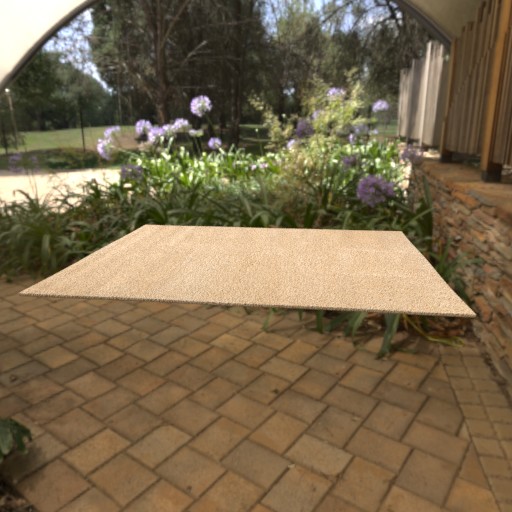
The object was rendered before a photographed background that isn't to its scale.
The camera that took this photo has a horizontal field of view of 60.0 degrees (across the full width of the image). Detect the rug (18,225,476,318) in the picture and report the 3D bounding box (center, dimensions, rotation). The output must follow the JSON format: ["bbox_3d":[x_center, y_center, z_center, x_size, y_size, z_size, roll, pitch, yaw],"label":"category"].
[{"bbox_3d":[0.000,0.000,4.021,3.000,0.025,2.400,2,16,7],"label":"rug"}]
